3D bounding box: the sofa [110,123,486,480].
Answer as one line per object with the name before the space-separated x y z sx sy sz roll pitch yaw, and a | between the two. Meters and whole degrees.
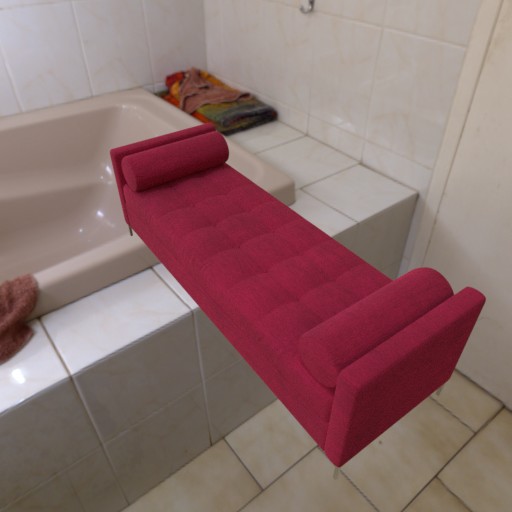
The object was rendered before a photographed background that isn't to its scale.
sofa | 0.000 0.000 2.282 0.686 0.635 1.981 -24 45 -27
